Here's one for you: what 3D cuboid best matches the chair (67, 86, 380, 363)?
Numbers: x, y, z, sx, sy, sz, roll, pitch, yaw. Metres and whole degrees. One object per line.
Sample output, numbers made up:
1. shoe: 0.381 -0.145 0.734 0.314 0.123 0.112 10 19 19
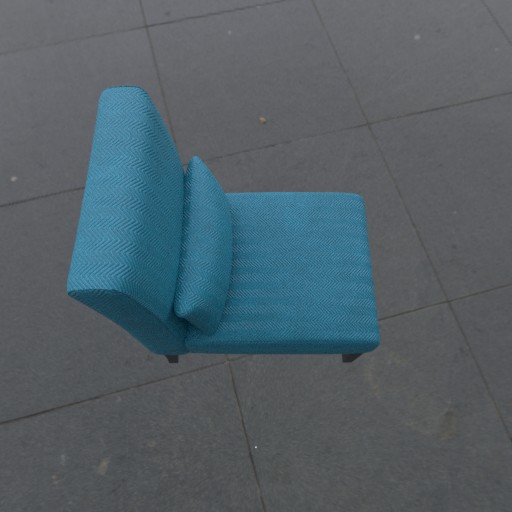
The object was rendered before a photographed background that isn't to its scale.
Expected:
1. chair: 0.000 0.000 1.441 0.808 0.927 0.579 0 67 0
